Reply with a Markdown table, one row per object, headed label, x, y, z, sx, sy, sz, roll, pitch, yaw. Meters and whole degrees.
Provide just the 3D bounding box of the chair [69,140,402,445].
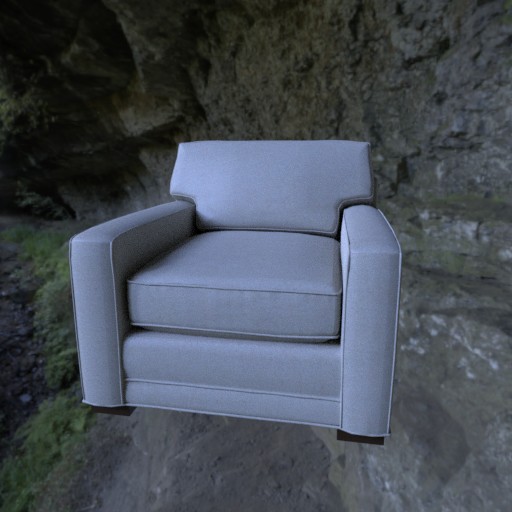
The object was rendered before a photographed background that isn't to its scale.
| label | x | y | z | sx | sy | sz | roll | pitch | yaw |
| --- | --- | --- | --- | --- | --- | --- | --- | --- | --- |
| chair | 0.000 | 0.000 | 1.777 | 0.998 | 0.913 | 1.043 | 2 | 14 | 10 |
